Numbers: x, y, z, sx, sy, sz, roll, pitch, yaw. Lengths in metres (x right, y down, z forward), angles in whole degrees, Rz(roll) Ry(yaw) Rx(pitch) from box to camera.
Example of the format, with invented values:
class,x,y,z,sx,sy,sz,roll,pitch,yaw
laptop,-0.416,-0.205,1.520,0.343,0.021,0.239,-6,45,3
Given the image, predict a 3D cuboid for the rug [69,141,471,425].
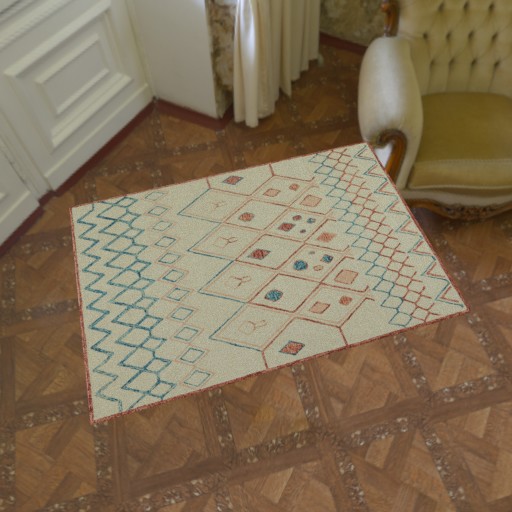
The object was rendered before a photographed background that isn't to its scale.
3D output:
class,x,y,z,sx,sy,sz,roll,pitch,yaw
rug,0.000,0.000,2.328,1.829,0.016,1.219,-14,59,-9
